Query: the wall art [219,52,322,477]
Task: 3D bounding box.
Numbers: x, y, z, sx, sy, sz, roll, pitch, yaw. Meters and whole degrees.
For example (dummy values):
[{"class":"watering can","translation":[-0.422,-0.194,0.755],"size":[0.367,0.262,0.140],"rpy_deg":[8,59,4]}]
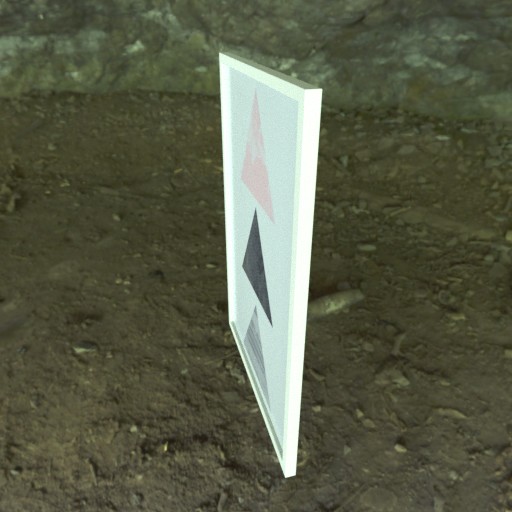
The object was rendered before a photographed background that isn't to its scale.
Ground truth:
[{"class":"wall art","translation":[0.000,0.000,0.545],"size":[0.013,0.433,0.303],"rpy_deg":[-8,30,-14]}]
